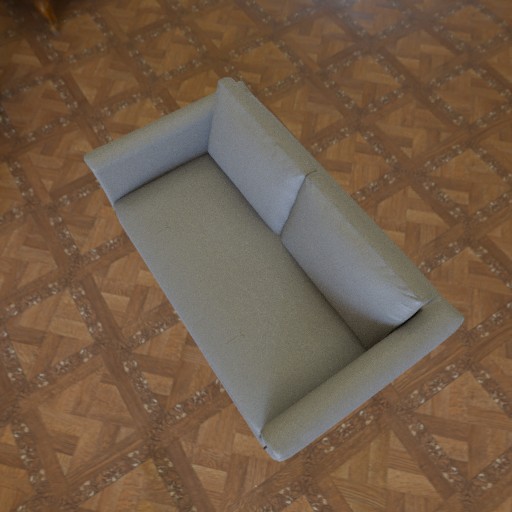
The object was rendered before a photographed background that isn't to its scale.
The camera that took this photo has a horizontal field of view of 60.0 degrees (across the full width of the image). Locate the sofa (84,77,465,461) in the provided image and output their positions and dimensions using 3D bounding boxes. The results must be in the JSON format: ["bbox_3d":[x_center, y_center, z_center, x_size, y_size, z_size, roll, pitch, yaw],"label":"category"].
[{"bbox_3d":[0.000,0.000,2.100,0.899,0.873,1.598,-31,67,-15],"label":"sofa"}]
